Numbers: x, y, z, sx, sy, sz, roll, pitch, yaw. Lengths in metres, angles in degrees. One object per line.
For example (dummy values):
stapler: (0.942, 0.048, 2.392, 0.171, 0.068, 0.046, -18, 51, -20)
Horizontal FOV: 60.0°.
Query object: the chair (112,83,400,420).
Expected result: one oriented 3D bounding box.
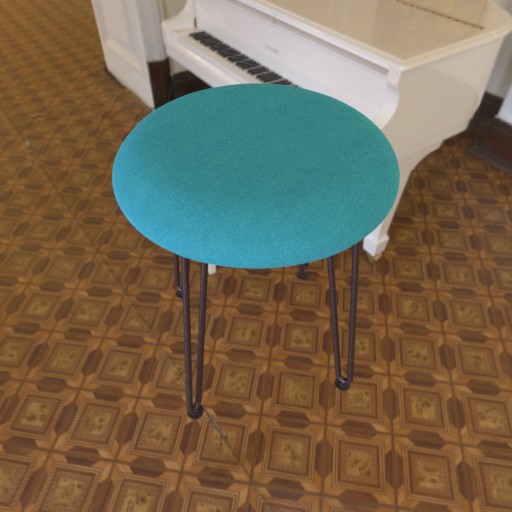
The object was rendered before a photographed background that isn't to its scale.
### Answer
chair: (0.000, 0.000, 0.677, 0.350, 0.430, 0.350, -17, 48, -16)
